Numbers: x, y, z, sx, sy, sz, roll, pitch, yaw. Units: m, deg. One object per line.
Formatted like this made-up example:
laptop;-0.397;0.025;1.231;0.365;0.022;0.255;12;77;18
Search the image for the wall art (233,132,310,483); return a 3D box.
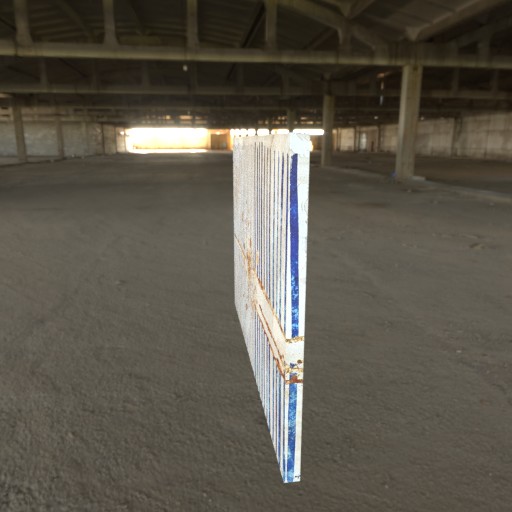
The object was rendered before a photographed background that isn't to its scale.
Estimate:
wall art;0.000;0.000;1.449;0.038;0.757;1.143;-2;15;-8
